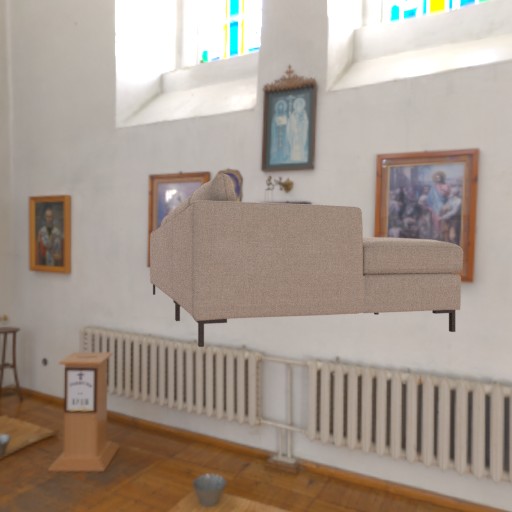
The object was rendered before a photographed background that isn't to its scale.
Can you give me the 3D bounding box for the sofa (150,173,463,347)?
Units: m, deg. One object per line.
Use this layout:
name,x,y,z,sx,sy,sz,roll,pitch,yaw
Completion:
sofa,0.000,0.000,3.546,1.469,0.816,2.923,0,0,-17
